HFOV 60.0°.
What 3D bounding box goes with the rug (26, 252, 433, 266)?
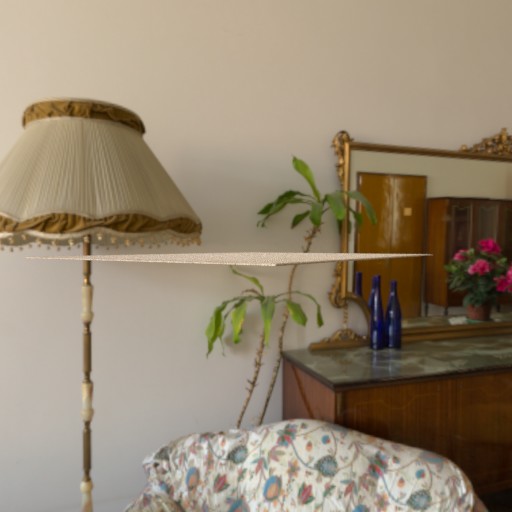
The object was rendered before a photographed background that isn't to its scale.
[{"bbox_3d":[0.000,0.000,4.109,2.406,0.012,3.034,1,2,35],"label":"rug"}]
